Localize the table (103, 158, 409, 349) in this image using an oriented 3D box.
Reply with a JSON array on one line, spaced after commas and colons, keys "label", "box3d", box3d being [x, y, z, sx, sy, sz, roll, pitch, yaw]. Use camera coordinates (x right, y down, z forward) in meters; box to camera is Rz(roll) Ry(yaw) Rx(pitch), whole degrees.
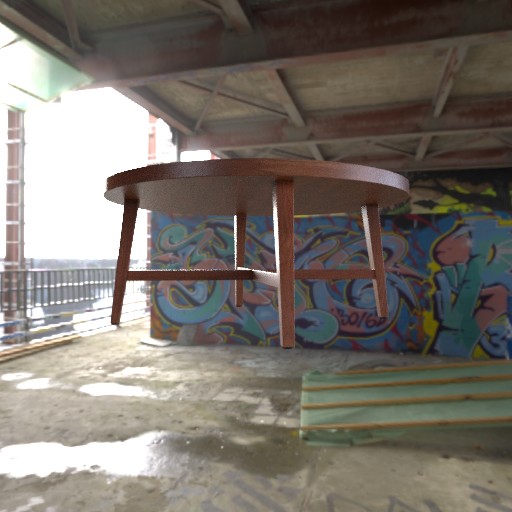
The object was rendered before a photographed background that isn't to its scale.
[{"label": "table", "box3d": [0.000, 0.000, 1.224, 0.800, 0.360, 0.800, 0, 0, 0]}]
